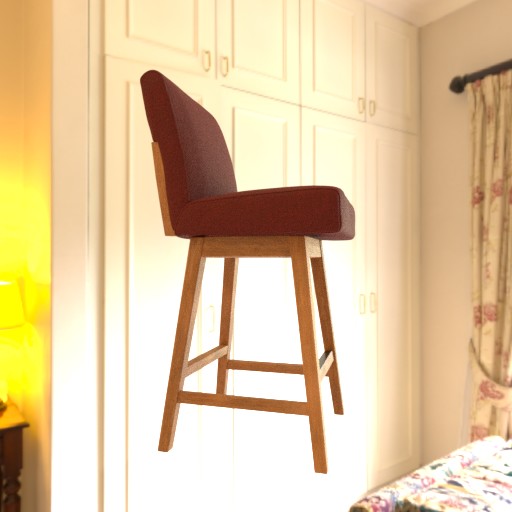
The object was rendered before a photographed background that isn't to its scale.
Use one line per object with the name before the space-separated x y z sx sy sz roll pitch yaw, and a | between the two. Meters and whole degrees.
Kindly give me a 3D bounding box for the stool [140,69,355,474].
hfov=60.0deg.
stool | 0.000 0.000 1.331 0.562 1.038 0.468 0 0 16
